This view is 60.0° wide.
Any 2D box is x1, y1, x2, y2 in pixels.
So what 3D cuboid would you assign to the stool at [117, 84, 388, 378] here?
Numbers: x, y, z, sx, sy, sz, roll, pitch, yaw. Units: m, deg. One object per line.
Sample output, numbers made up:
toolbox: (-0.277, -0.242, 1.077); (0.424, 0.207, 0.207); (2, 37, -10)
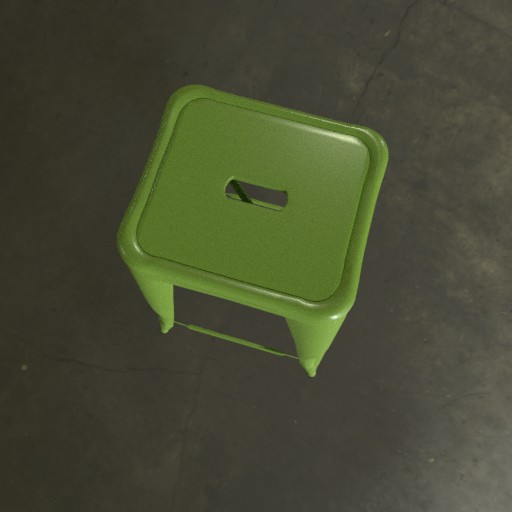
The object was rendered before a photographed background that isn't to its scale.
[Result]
stool: (0.000, 0.000, 0.830); (0.398, 0.609, 0.358); (16, 76, 4)
